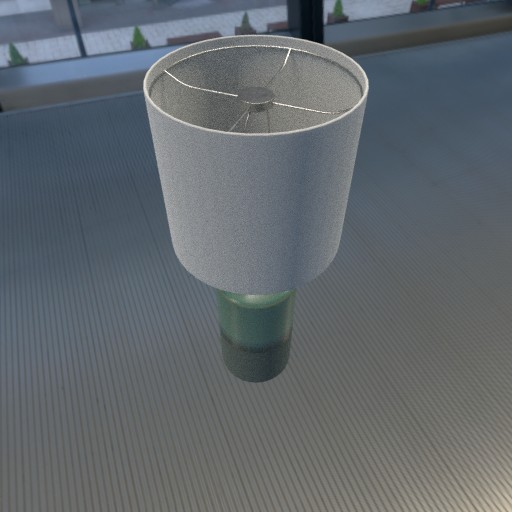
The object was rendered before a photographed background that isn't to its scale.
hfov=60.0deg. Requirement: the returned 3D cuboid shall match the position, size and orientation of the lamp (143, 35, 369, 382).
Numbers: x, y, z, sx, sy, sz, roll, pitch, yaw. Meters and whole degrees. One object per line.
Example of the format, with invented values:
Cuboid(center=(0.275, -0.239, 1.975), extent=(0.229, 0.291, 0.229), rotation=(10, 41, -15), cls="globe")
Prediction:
Cuboid(center=(0.000, 0.000, 0.599), extent=(0.212, 0.493, 0.212), rotation=(16, 48, 15), cls="lamp")
